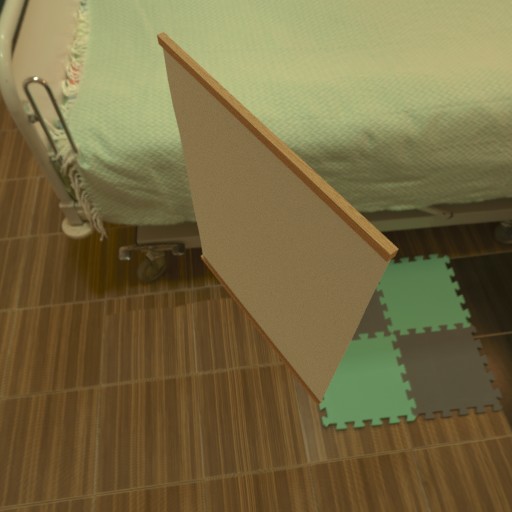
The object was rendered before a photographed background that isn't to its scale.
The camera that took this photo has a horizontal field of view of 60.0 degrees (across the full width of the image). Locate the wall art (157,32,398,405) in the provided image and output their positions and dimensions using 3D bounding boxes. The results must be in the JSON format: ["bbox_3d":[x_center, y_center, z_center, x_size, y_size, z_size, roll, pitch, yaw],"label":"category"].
[{"bbox_3d":[0.000,0.000,0.790,0.011,0.605,0.458,-32,63,-18],"label":"wall art"}]
